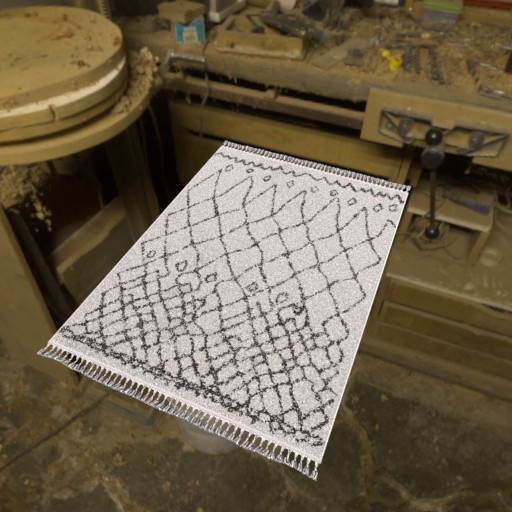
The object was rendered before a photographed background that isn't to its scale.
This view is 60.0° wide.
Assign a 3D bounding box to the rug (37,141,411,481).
[{"bbox_3d":[0.000,0.000,2.931,1.613,0.017,2.312,18,49,16],"label":"rug"}]
